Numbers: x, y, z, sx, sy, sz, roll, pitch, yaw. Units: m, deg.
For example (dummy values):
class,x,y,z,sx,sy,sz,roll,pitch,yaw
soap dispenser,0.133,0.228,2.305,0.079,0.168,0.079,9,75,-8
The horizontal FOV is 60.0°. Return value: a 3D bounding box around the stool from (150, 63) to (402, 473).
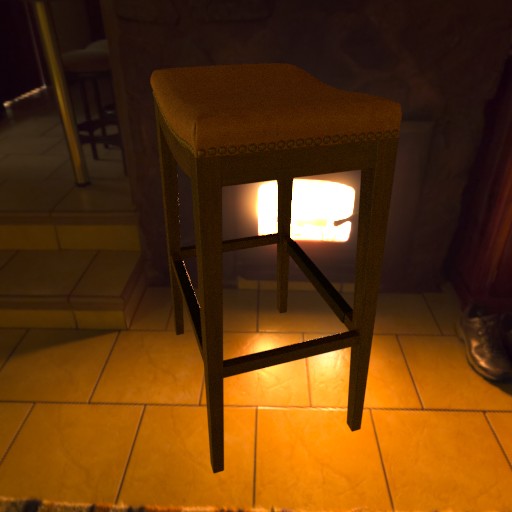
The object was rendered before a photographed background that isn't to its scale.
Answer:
class,x,y,z,sx,sy,sz,roll,pitch,yaw
stool,0.000,0.000,1.019,0.361,0.759,0.500,-10,32,-16
